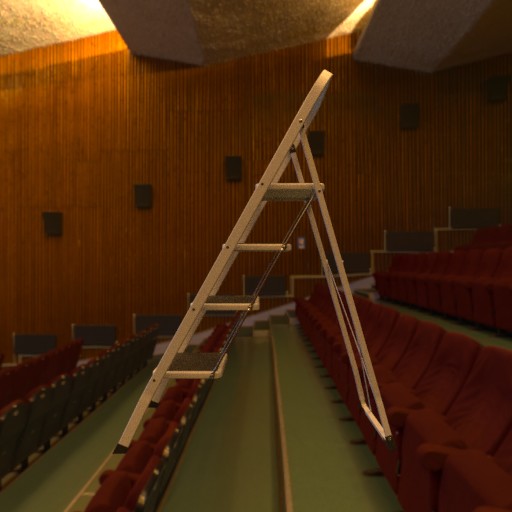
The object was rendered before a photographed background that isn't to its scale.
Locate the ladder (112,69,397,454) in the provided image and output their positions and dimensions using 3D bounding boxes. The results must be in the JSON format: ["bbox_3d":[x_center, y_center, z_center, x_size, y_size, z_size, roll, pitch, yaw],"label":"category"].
[{"bbox_3d":[0.000,0.000,1.641,0.914,1.265,0.460,0,0,0],"label":"ladder"}]
